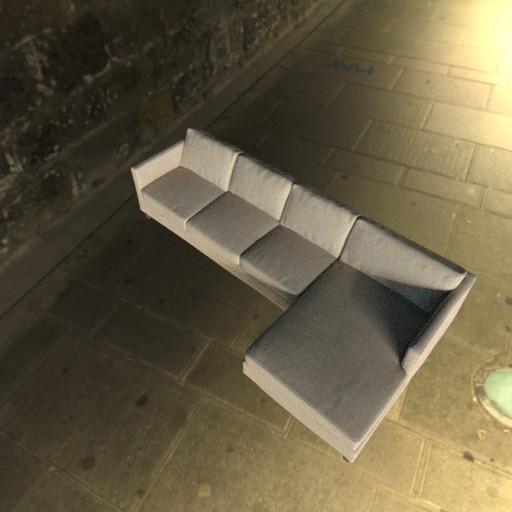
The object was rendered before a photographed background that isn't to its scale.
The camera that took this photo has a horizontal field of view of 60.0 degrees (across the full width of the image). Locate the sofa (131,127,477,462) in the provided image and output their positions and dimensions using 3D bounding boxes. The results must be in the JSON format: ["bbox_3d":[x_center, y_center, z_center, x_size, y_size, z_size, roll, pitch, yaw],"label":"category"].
[{"bbox_3d":[0.000,0.000,3.933,3.186,0.846,1.625,33,55,27],"label":"sofa"}]
